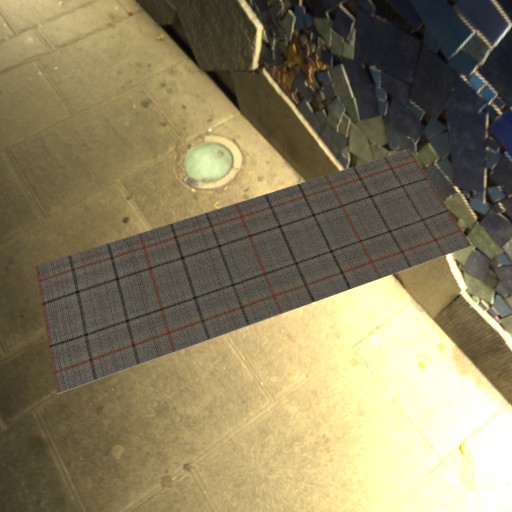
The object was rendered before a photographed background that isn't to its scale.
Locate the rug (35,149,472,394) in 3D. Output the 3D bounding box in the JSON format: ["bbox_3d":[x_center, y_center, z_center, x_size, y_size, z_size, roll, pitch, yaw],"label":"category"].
[{"bbox_3d":[0.000,0.000,2.593,2.439,0.008,0.762,-18,66,-9],"label":"rug"}]
